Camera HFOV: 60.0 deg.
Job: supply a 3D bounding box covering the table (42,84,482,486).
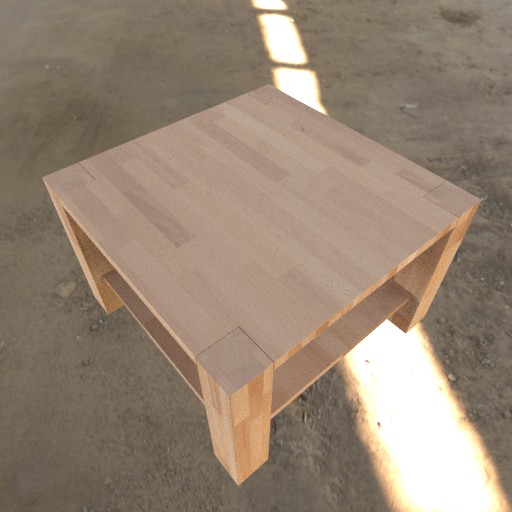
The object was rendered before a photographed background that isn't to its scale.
[{"bbox_3d":[0.000,0.000,1.161,0.700,0.451,0.700,-32,55,-26],"label":"table"}]
